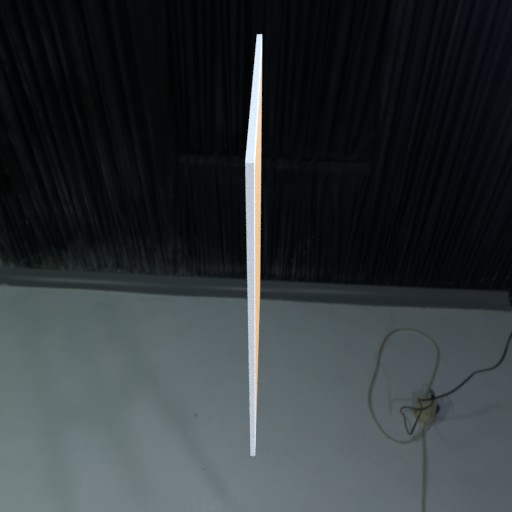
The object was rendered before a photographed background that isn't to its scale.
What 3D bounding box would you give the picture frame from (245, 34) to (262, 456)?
[{"bbox_3d":[0.000,0.000,1.202,0.013,0.940,0.659,1,41,1],"label":"picture frame"}]
